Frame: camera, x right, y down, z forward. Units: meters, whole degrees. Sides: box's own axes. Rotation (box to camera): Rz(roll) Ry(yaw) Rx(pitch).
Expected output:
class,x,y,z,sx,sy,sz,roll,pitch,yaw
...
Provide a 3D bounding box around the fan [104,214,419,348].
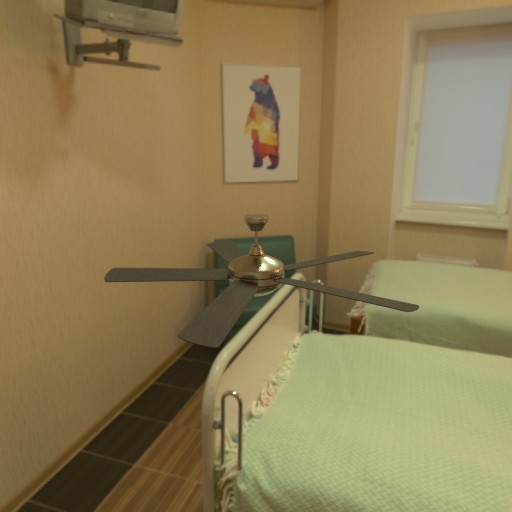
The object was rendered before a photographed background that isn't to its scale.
class,x,y,z,sx,sy,sz,roll,pitch,yaw
fan,0.000,0.000,1.959,1.321,0.356,1.321,-3,16,-9
